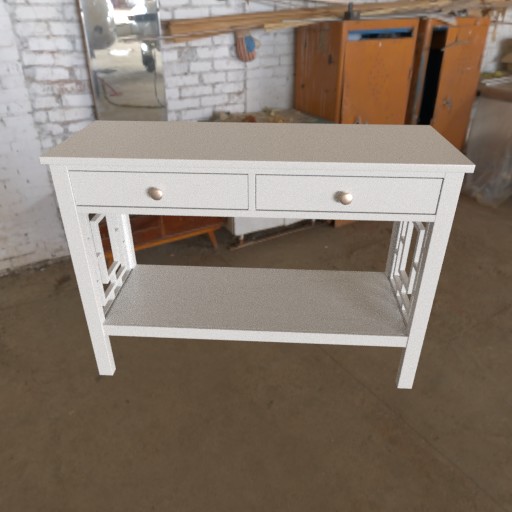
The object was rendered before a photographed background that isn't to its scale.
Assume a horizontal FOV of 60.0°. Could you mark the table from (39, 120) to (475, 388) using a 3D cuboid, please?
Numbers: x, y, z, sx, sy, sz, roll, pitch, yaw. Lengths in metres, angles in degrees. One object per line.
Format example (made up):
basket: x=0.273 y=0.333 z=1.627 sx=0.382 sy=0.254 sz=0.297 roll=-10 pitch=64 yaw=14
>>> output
table: x=0.000 y=0.000 z=1.431 sx=1.068 sy=0.753 sz=0.397 roll=2 pitch=30 yaw=3
